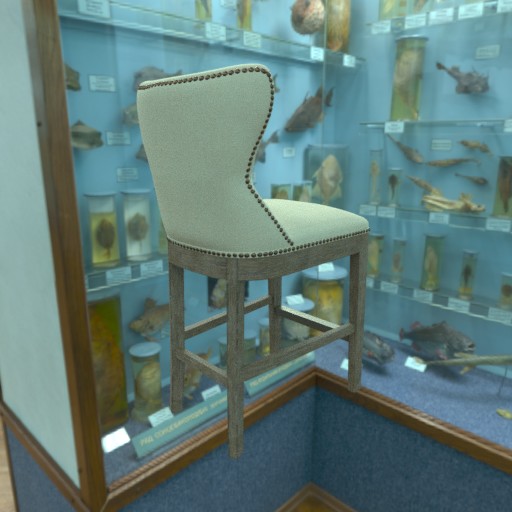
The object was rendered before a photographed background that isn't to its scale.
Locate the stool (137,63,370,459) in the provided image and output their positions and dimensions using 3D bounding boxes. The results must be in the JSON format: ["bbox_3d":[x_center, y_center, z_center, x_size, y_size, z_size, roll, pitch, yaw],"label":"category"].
[{"bbox_3d":[0.000,0.000,1.329,0.608,0.981,0.498,-14,20,-42],"label":"stool"}]
